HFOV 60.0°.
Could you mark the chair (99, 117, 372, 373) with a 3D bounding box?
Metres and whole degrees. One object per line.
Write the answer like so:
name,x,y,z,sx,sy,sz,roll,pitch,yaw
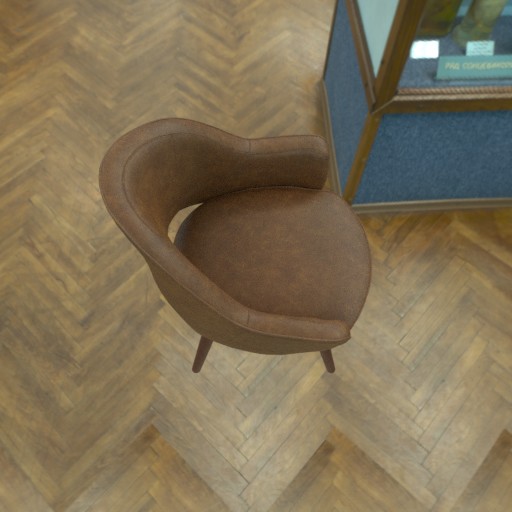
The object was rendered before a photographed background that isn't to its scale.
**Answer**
chair,0.000,0.000,1.247,0.640,0.777,0.591,0,63,0
